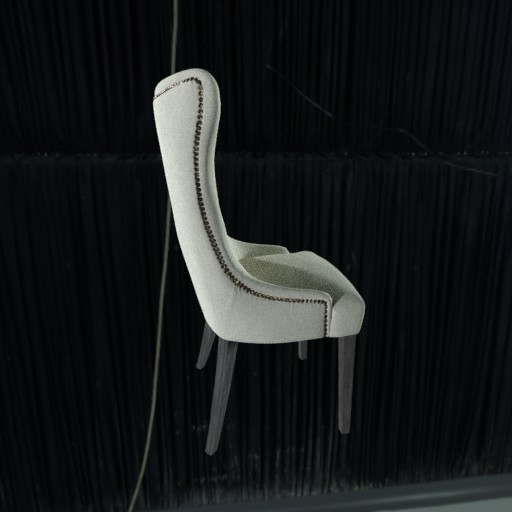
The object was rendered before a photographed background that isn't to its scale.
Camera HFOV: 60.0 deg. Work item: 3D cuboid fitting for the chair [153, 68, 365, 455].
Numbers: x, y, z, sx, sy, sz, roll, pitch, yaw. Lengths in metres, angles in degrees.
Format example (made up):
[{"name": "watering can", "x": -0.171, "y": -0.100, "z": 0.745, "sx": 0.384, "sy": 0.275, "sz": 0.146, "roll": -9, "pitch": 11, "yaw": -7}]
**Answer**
[{"name": "chair", "x": 0.000, "y": 0.000, "z": 1.437, "sx": 0.590, "sy": 1.065, "sz": 0.584, "roll": -3, "pitch": 17, "yaw": -10}]
